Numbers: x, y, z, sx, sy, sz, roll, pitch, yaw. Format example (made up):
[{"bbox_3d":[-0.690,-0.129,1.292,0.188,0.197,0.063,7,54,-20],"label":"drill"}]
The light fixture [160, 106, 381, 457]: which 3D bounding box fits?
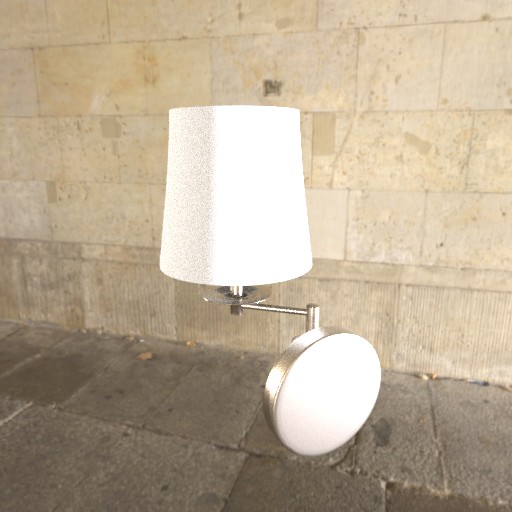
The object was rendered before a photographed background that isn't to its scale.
[{"bbox_3d":[0.000,0.000,0.600,0.223,0.381,0.348,-7,16,-27],"label":"light fixture"}]
